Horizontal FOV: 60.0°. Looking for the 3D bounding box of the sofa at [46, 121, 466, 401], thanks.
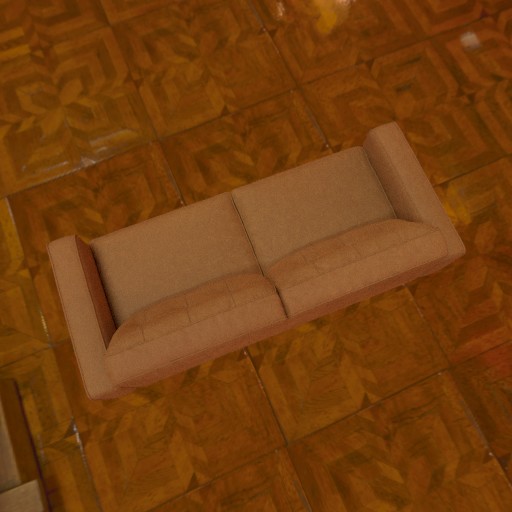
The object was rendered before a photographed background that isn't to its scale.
[{"bbox_3d":[0.000,0.000,2.710,2.270,0.780,0.953,-21,75,-6],"label":"sofa"}]
